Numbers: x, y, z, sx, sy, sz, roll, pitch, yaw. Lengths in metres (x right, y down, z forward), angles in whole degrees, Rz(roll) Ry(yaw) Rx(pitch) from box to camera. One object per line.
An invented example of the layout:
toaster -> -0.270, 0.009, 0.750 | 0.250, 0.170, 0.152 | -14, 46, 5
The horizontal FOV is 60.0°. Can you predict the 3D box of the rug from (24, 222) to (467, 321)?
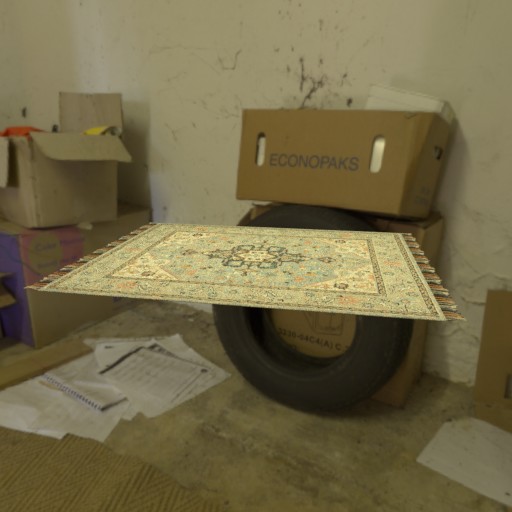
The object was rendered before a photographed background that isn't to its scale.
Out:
rug -> 0.000, 0.000, 3.500 | 2.651, 0.010, 1.971 | 3, 17, 10
